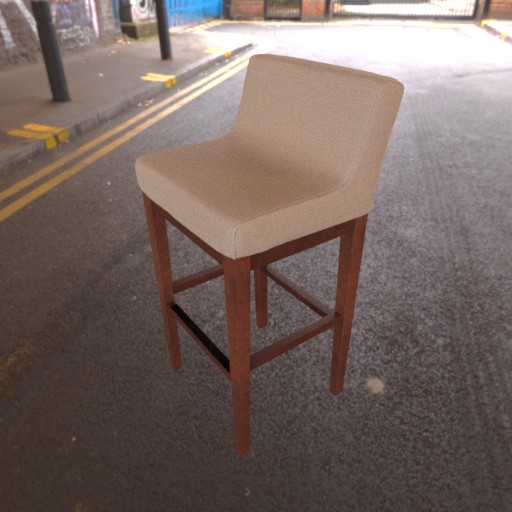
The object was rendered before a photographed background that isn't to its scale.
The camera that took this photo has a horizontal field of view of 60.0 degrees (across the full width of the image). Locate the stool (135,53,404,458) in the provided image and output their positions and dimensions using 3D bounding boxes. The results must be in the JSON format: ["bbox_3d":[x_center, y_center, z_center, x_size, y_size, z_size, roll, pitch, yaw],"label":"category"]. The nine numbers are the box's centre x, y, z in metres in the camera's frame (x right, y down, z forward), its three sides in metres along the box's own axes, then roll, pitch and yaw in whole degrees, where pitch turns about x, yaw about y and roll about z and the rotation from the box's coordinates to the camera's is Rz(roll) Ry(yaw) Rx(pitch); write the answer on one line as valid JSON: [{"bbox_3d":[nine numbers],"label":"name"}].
[{"bbox_3d":[0.000,0.000,1.322,0.500,1.037,0.511,-21,38,-30],"label":"stool"}]
